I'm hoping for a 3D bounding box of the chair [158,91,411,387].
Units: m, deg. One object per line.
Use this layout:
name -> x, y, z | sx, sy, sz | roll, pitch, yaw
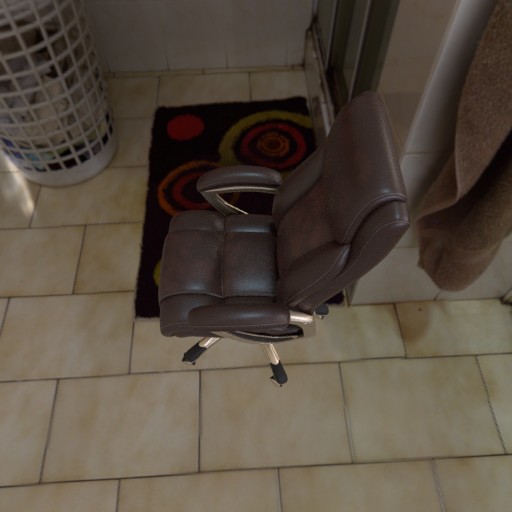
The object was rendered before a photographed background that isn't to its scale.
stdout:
chair -> 0.000, 0.000, 1.663 | 0.749, 1.194, 0.692 | -1, 58, 0
